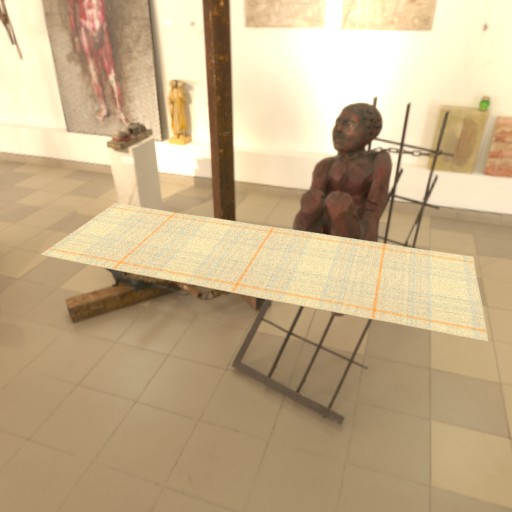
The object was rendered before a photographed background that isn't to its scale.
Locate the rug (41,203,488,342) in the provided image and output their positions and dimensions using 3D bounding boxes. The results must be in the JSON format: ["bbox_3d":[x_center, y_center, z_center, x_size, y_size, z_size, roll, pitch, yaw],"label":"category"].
[{"bbox_3d":[0.000,0.000,2.622,2.442,0.016,0.770,10,32,15],"label":"rug"}]
